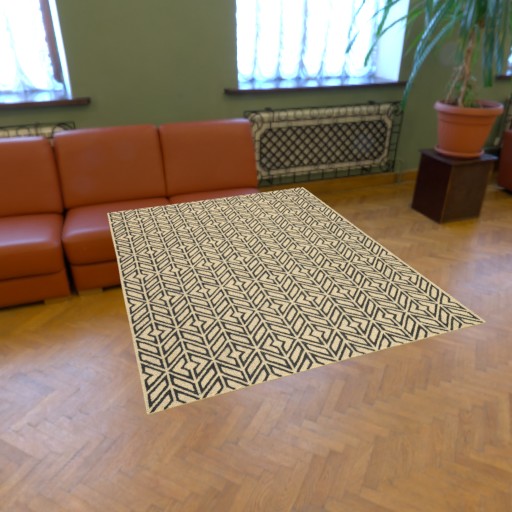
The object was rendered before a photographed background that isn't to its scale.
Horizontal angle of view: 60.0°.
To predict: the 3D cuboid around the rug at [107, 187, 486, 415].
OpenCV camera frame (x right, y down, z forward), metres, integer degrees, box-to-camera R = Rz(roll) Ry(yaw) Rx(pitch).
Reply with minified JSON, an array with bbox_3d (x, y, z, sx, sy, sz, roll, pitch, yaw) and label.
[{"bbox_3d":[0.000,0.000,4.082,2.421,0.008,3.045,-10,30,-18],"label":"rug"}]
